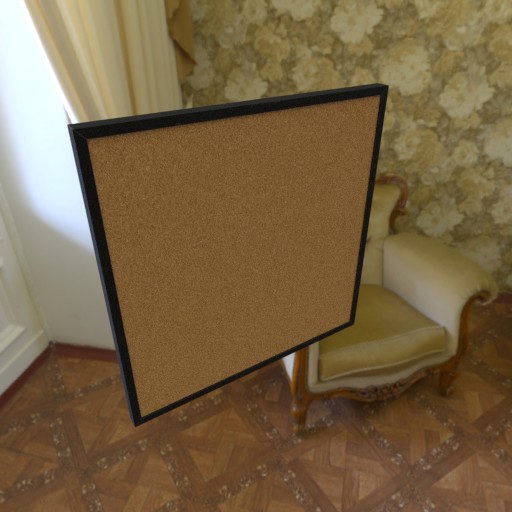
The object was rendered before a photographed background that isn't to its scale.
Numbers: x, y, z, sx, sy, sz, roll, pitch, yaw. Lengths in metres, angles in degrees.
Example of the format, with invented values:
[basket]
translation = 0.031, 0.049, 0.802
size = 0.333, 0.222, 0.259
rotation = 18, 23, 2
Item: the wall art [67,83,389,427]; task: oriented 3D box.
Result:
[wall art]
translation = 0.000, 0.000, 1.132
size = 0.761, 0.761, 0.037
rotation = -18, 35, -28
